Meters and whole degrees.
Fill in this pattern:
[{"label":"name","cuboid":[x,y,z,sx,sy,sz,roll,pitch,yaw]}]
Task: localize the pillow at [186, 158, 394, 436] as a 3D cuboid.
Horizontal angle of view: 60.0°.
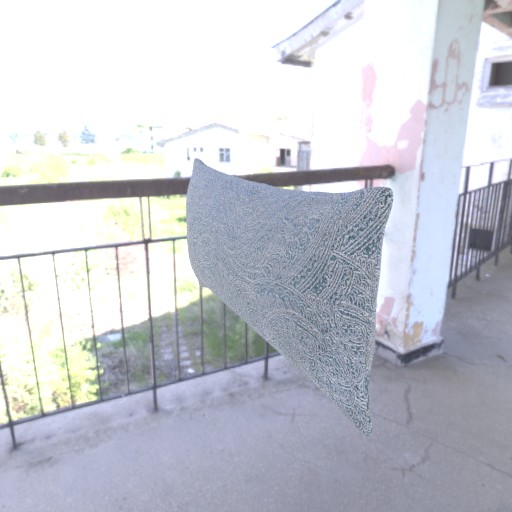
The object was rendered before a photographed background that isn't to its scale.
[{"label":"pillow","cuboid":[0.000,0.000,0.745,0.151,0.295,0.615,-7,17,-25]}]
